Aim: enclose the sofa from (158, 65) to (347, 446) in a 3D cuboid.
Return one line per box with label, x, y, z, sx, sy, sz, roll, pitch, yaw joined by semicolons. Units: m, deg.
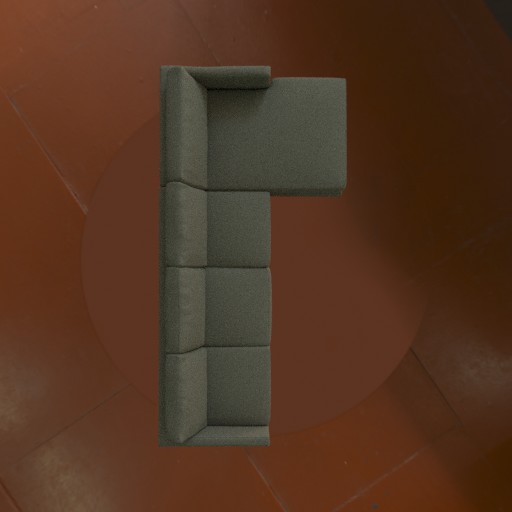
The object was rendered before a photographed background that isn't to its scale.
sofa;0.000;0.000;3.919;1.625;0.861;3.186;0;90;0
